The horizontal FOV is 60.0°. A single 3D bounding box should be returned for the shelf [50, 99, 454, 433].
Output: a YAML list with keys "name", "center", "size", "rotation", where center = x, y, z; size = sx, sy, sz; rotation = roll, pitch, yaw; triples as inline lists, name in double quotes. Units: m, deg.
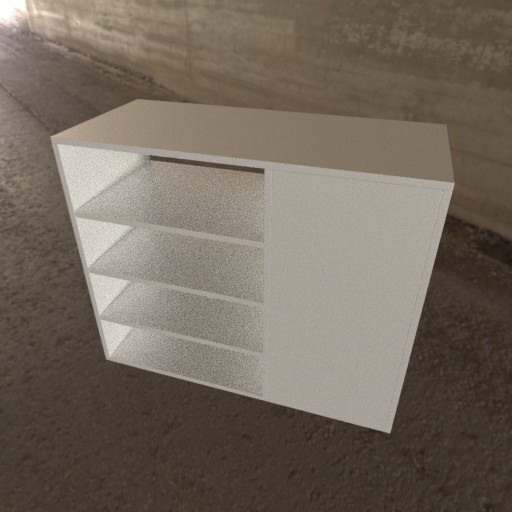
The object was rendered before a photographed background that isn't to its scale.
- name: "shelf"
  center: [0.000, 0.000, 1.286]
  size: [0.895, 0.732, 0.396]
  rotation: [10, 34, 15]
